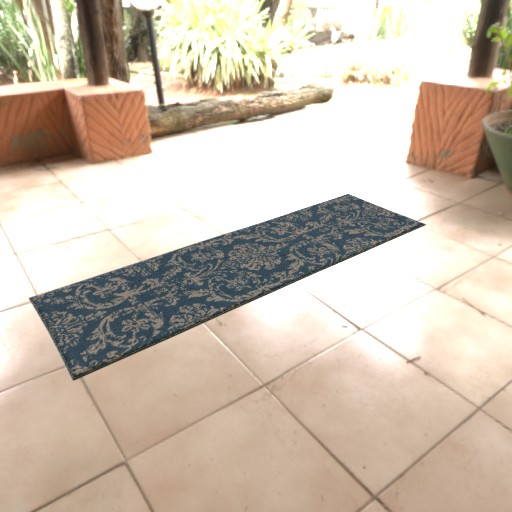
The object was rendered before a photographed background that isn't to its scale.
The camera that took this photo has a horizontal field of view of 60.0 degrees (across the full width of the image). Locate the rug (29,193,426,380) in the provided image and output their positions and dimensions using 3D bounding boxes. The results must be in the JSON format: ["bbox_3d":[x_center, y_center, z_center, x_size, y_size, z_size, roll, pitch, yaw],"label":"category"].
[{"bbox_3d":[0.000,0.000,2.440,2.196,0.011,0.662,-21,36,-32],"label":"rug"}]
